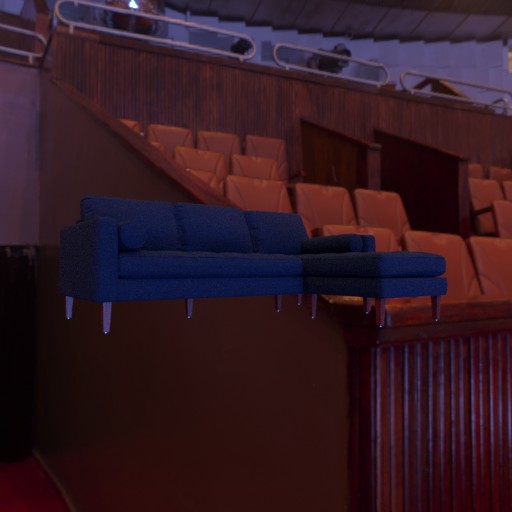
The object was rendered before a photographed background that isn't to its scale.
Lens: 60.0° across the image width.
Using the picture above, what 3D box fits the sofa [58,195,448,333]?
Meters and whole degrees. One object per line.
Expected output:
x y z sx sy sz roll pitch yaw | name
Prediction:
0.000 0.000 2.980 2.185 0.841 1.613 1 -2 -35 | sofa
